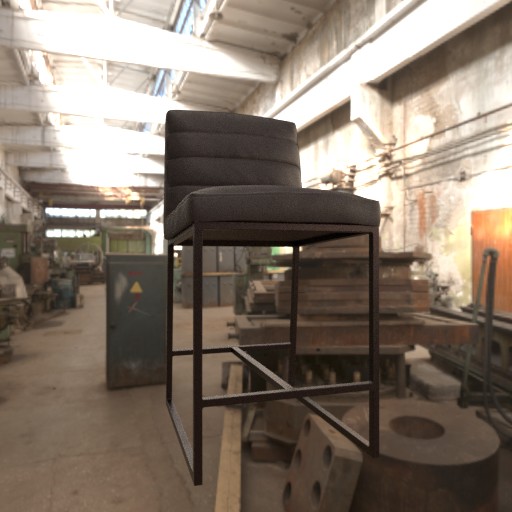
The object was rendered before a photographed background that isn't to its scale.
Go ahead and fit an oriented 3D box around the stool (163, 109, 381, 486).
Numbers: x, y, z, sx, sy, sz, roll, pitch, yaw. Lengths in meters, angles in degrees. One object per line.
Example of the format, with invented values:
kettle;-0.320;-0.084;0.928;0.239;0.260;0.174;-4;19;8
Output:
stool;0.000;0.000;1.232;0.463;0.946;0.562;0;0;-18
